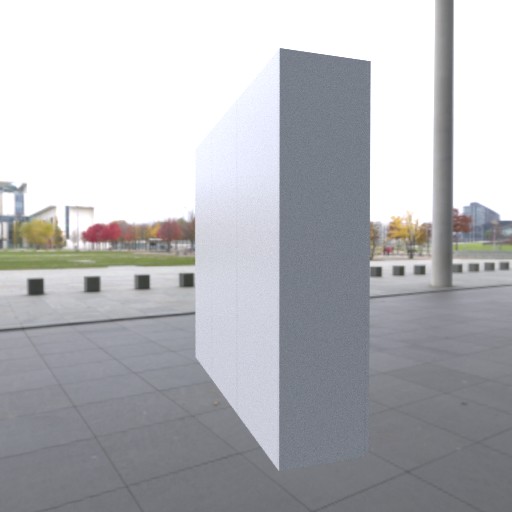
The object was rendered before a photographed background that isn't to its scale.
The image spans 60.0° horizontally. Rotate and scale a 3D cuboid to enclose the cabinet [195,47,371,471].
[{"bbox_3d":[0.000,0.000,3.852,0.590,2.370,2.700,0,1,-18],"label":"cabinet"}]
